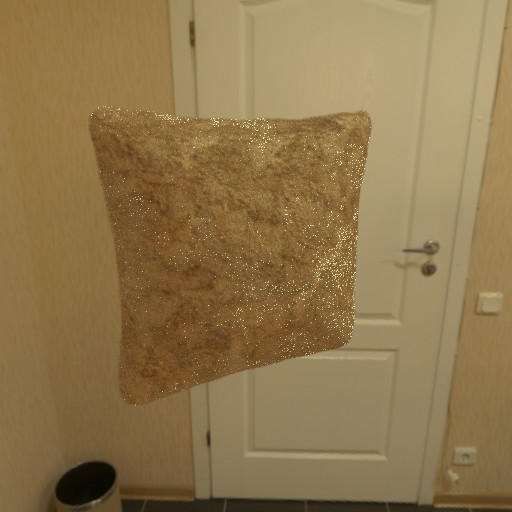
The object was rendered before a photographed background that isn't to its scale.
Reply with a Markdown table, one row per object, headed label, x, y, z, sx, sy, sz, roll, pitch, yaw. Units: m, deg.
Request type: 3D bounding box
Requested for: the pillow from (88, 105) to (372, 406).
| label | x | y | z | sx | sy | sz | roll | pitch | yaw |
| --- | --- | --- | --- | --- | --- | --- | --- | --- | --- |
| pillow | 0.000 | 0.000 | 0.823 | 0.538 | 0.525 | 0.216 | -9 | 19 | -26 |
